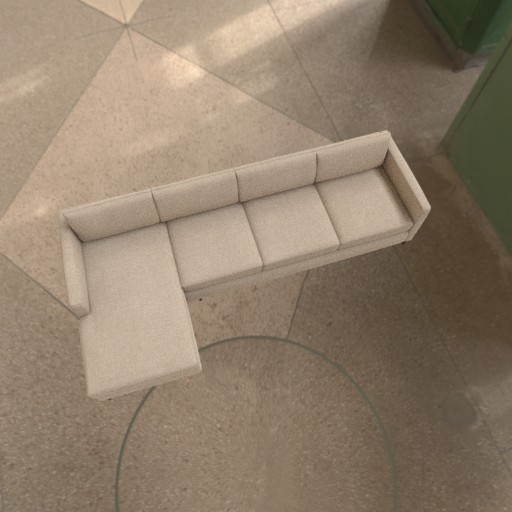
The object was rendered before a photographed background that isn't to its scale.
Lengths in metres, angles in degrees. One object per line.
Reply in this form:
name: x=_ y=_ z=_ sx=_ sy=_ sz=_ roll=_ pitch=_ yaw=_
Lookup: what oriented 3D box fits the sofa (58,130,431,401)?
sofa: x=0.000 y=0.000 z=3.604 sx=2.923 sy=0.816 sz=1.469 roll=-15 pitch=65 yaw=-7
